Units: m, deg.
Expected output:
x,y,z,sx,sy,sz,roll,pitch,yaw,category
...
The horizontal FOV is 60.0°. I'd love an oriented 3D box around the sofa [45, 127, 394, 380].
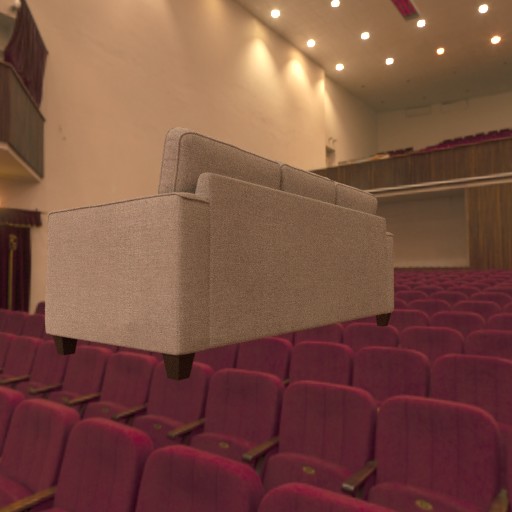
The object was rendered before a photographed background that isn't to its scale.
x,y,z,sx,sy,sz,roll,pitch,yaw,category
0.000,0.000,2.656,0.939,0.965,2.133,-2,-3,37,sofa
